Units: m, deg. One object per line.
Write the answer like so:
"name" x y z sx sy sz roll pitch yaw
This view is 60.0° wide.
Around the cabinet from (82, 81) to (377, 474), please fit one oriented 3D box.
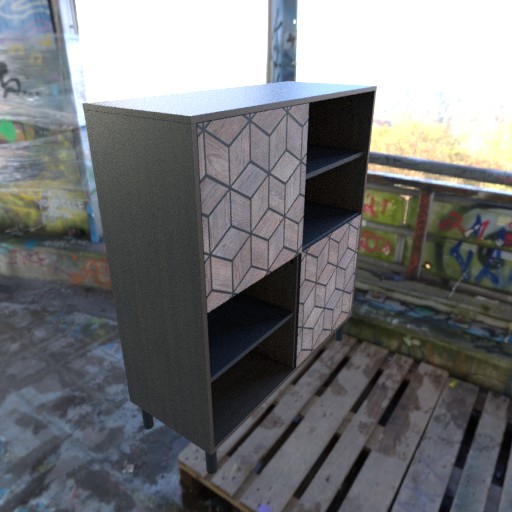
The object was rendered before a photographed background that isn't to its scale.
"cabinet" 0.000 0.000 1.687 0.400 1.170 1.010 18 31 33
